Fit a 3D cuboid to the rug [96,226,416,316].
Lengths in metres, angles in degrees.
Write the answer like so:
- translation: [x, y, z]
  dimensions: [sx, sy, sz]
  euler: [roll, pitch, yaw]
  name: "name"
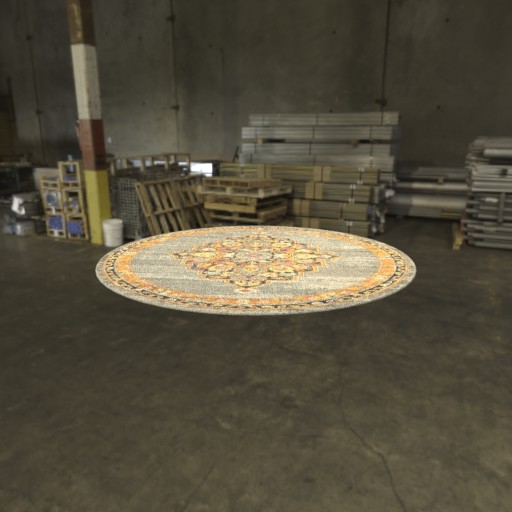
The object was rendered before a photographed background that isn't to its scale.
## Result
- translation: [0.000, 0.000, 2.339]
  dimensions: [1.598, 0.010, 1.598]
  euler: [0, 15, 0]
  name: "rug"
